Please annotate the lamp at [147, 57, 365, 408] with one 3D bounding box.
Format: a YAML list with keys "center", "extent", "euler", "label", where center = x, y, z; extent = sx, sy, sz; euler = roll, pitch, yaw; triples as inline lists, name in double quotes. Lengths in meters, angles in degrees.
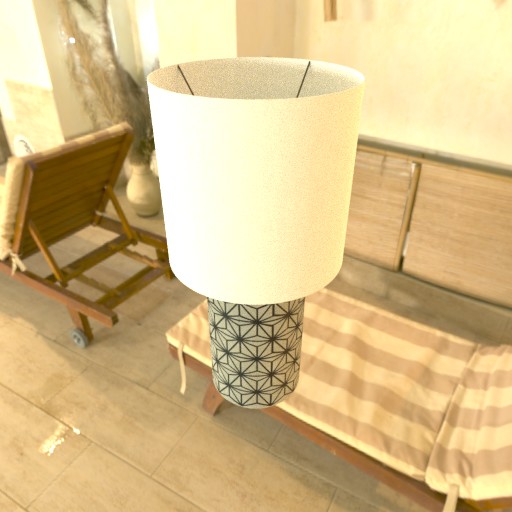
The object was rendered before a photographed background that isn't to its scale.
- center: [0.000, 0.000, 0.539]
  extent: [0.206, 0.416, 0.206]
  euler: [21, 38, 29]
  label: "lamp"
